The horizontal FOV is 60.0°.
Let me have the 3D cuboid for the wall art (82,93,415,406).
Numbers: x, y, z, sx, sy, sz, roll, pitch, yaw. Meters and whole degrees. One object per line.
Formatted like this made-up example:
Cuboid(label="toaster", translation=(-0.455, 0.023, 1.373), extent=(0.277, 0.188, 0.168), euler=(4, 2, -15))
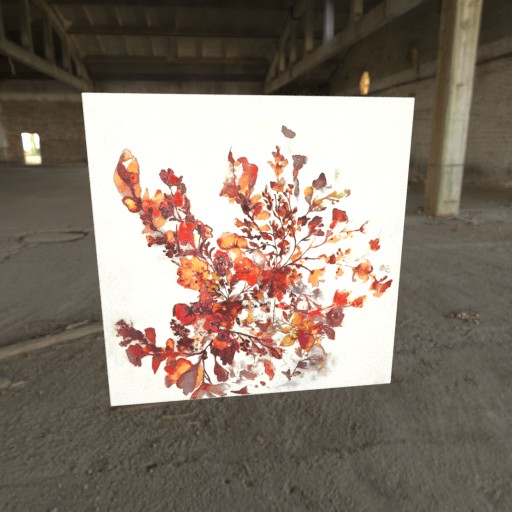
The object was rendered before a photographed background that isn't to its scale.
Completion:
Cuboid(label="wall art", translation=(0.000, 0.000, 1.110), extent=(0.757, 0.757, 0.037), euler=(-2, 15, -8))
